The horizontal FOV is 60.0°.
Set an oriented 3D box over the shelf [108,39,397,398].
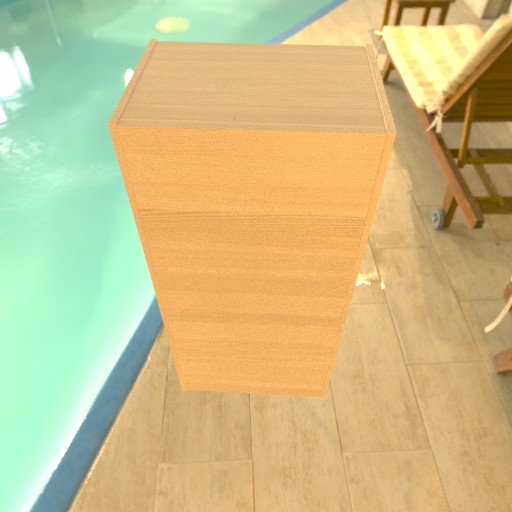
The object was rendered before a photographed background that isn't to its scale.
[{"bbox_3d":[0.000,0.000,1.057,0.417,0.876,0.292,2,48,2],"label":"shelf"}]
